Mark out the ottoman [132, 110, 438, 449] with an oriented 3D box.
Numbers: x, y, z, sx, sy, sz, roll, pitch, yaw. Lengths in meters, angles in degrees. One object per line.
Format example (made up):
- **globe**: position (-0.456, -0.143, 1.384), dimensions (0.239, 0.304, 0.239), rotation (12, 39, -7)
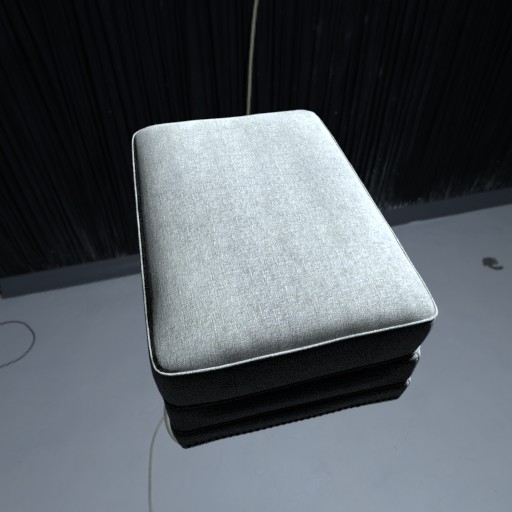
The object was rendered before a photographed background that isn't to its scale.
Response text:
- **ottoman**: position (0.000, 0.000, 1.158), dimensions (0.561, 0.457, 0.813), rotation (-10, 46, -9)
